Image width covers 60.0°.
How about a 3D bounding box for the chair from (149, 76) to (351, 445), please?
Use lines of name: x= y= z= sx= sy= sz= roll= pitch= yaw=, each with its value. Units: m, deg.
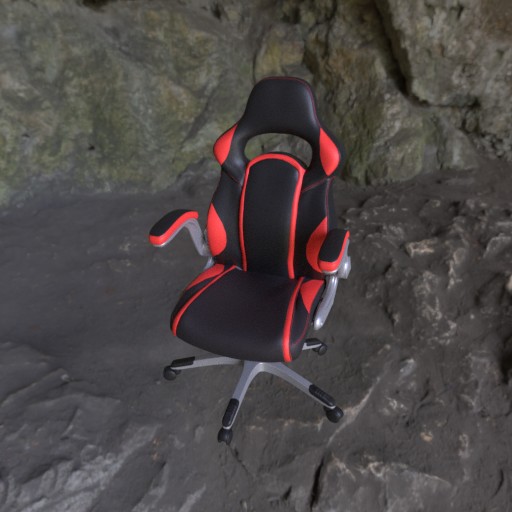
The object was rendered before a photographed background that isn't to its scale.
chair: x=0.000 y=0.000 z=1.600 sx=0.758 sy=1.165 sz=0.712 roll=9 pitch=27 yaw=17
